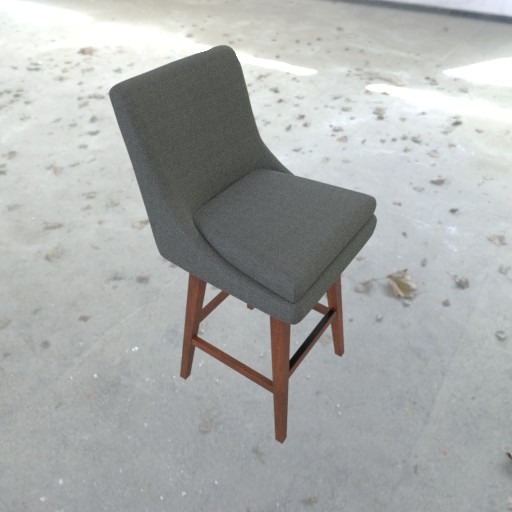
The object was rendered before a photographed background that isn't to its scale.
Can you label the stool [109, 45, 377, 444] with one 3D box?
[{"bbox_3d":[0.000,0.000,1.261,0.524,0.977,0.447,25,46,26],"label":"stool"}]
